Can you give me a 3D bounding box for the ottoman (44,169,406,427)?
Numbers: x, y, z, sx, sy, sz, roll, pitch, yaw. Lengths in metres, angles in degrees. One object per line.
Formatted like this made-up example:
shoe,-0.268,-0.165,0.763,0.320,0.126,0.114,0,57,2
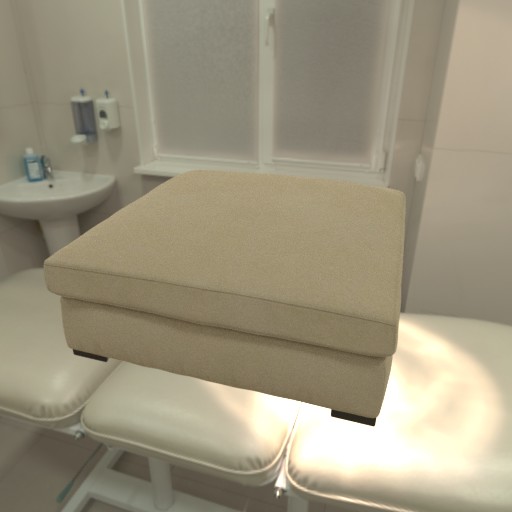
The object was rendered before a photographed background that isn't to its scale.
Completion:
ottoman,0.000,0.000,1.922,1.205,0.522,1.190,8,28,16
